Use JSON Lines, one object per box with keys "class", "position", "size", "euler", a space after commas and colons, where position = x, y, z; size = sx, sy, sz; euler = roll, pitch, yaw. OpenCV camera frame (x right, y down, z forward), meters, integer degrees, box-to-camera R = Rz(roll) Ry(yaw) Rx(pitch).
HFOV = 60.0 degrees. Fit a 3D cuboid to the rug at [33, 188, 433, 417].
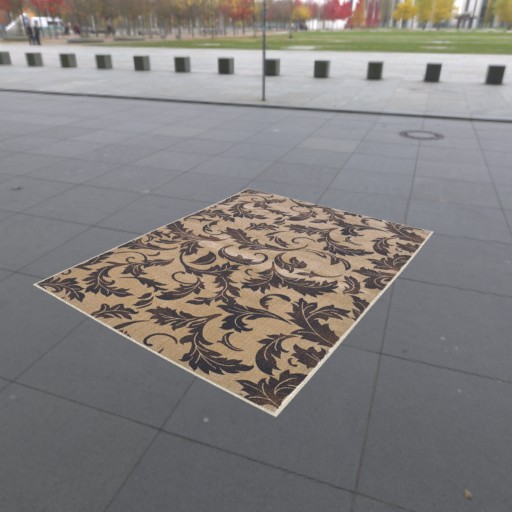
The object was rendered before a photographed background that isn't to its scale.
{"class": "rug", "position": [0.000, 0.000, 4.066], "size": [2.380, 0.008, 2.977], "euler": [18, 33, 31]}
